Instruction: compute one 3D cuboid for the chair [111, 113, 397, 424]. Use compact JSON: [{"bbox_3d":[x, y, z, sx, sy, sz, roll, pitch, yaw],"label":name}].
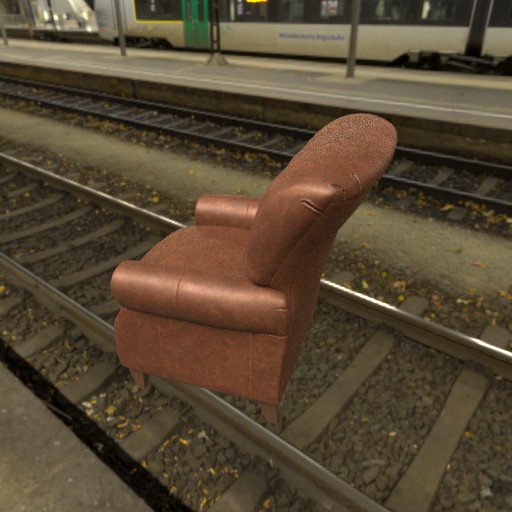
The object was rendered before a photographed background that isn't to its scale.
[{"bbox_3d":[0.000,0.000,1.943,1.031,1.162,0.979,9,30,16],"label":"chair"}]
